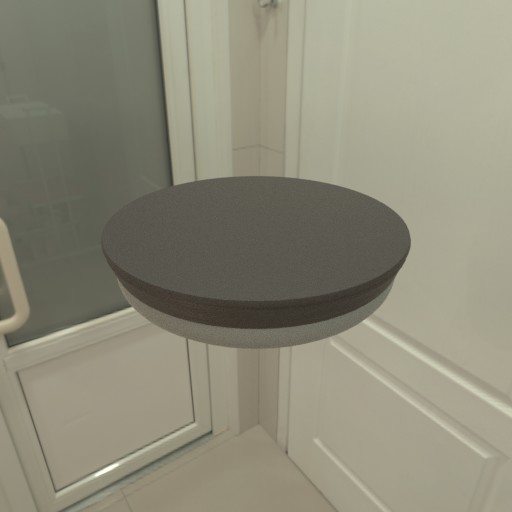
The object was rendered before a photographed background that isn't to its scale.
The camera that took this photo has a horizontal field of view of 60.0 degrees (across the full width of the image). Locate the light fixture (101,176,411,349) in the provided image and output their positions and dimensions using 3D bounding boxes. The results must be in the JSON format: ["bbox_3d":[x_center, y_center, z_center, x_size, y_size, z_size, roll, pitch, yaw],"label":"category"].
[{"bbox_3d":[0.000,0.000,0.572,0.368,0.100,0.368,0,27,0],"label":"light fixture"}]
